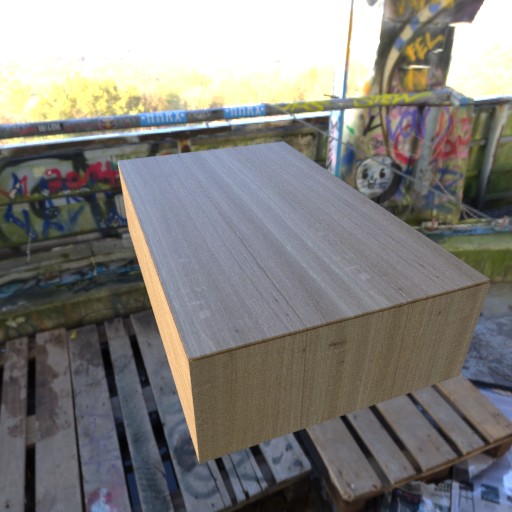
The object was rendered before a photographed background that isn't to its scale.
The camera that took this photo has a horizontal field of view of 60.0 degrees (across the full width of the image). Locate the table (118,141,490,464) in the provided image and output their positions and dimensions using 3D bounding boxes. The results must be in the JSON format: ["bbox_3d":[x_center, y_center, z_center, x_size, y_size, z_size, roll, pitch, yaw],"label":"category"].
[{"bbox_3d":[0.000,0.000,1.402,0.678,0.353,1.110,-11,33,-18],"label":"table"}]
